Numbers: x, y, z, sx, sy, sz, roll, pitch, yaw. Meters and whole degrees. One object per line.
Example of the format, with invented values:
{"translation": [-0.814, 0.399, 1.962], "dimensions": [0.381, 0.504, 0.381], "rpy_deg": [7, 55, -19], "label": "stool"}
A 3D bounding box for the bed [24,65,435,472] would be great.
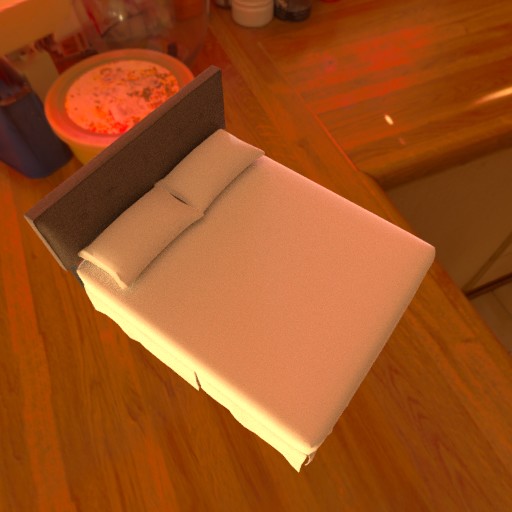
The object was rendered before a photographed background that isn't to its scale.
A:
{"translation": [0.000, 0.000, 2.814], "dimensions": [1.894, 1.089, 1.610], "rpy_deg": [32, 64, 18], "label": "bed"}
